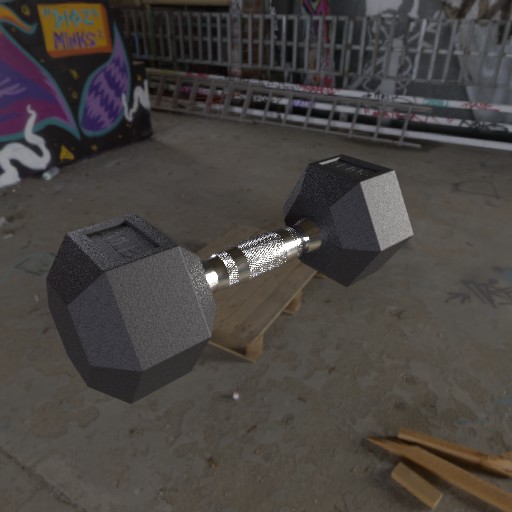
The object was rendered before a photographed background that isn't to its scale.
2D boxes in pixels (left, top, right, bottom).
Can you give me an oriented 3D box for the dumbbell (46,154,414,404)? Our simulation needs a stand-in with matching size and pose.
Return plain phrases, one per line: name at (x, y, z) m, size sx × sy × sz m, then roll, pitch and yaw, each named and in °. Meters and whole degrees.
dumbbell at (0.000, 0.000, 0.351) m, size 0.297 × 0.101 × 0.116 m, roll -22°, pitch 37°, yaw -33°
